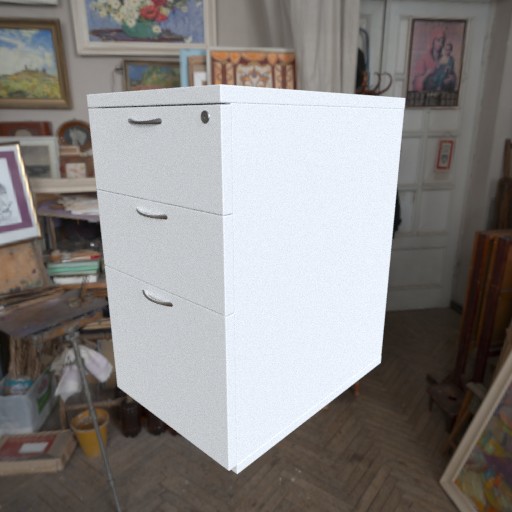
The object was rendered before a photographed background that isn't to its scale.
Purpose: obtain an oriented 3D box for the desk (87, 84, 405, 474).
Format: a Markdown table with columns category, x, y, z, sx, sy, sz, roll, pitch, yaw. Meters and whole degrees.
| category | x | y | z | sx | sy | sz | roll | pitch | yaw |
| --- | --- | --- | --- | --- | --- | --- | --- | --- | --- |
| desk | 0.000 | 0.000 | 1.076 | 0.404 | 0.730 | 0.600 | 16 | 23 | 41 |
